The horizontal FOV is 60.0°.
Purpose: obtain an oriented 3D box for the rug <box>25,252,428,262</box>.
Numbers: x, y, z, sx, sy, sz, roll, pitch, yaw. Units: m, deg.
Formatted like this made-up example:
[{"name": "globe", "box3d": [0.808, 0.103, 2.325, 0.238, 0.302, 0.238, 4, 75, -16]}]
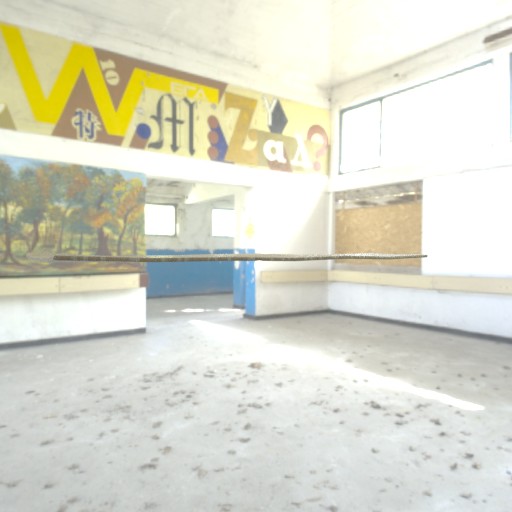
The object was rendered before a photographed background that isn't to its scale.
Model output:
[{"name": "rug", "box3d": [0.000, 0.000, 2.733, 2.452, 0.051, 0.752, -1, 1, -35]}]
